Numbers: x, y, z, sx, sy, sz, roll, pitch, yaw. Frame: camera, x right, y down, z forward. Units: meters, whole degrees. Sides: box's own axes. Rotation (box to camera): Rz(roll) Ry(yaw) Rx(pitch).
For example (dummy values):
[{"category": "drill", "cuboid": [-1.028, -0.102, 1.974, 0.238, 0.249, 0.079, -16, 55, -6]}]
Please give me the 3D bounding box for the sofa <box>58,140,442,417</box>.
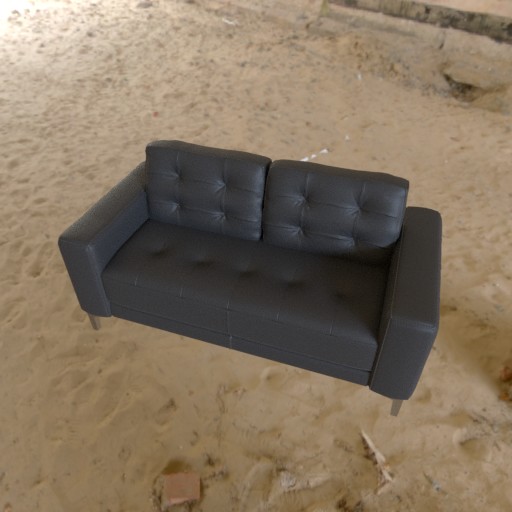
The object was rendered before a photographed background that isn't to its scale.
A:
[{"category": "sofa", "cuboid": [0.000, 0.000, 2.253, 1.726, 0.893, 0.833, 12, 42, 14]}]
